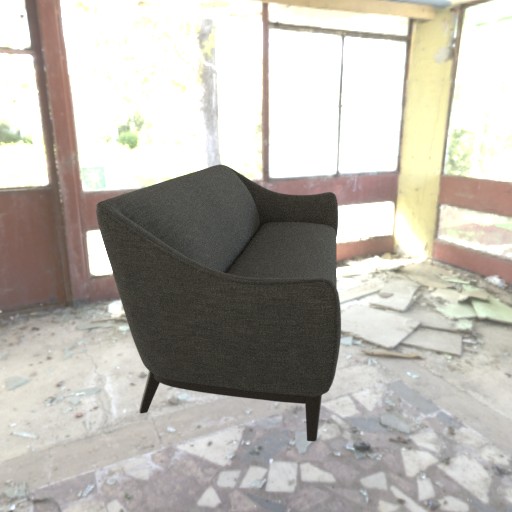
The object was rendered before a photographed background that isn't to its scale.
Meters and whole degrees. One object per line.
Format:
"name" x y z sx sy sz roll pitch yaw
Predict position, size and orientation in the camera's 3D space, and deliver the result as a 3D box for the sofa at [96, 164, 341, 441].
"sofa" 0.000 0.000 2.352 0.867 0.829 1.928 3 16 9
